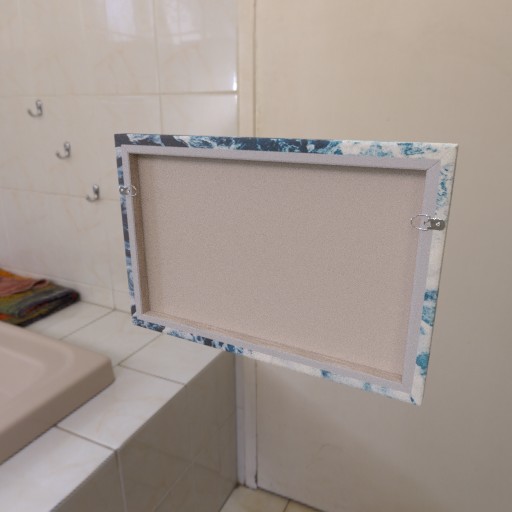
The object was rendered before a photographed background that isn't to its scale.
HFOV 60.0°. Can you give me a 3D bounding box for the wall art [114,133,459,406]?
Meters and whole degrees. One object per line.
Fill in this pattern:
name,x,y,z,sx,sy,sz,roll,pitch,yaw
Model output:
wall art,0.000,0.000,1.183,0.915,0.610,0.042,9,20,27
